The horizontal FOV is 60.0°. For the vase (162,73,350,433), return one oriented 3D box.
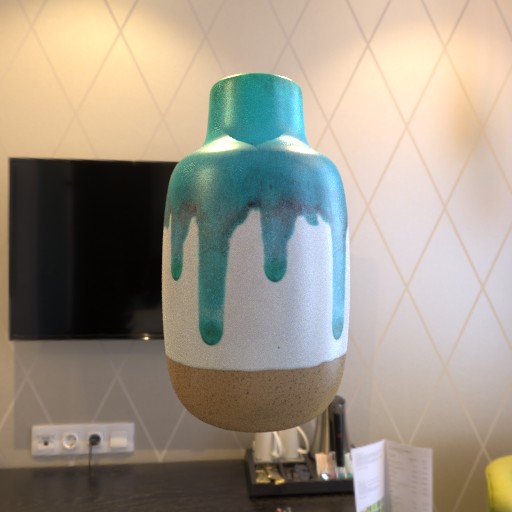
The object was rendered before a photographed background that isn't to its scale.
[{"bbox_3d":[0.000,0.000,0.256,0.106,0.192,0.106,0,-1,0],"label":"vase"}]
